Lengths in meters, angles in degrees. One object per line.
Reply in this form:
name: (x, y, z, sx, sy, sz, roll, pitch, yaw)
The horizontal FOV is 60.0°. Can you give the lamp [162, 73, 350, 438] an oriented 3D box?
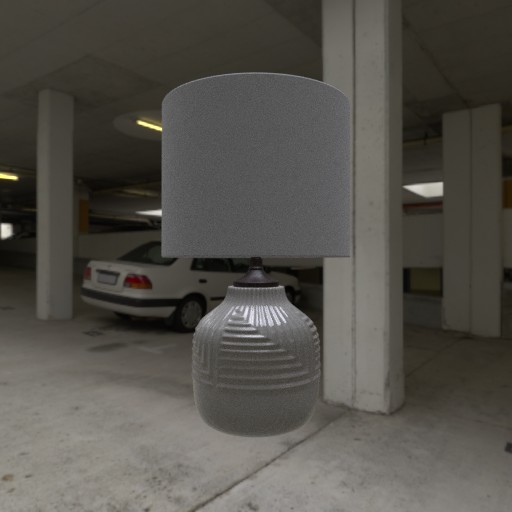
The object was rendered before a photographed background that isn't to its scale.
lamp: (0.000, 0.000, 0.762, 0.318, 0.567, 0.318, 0, 0, 0)
